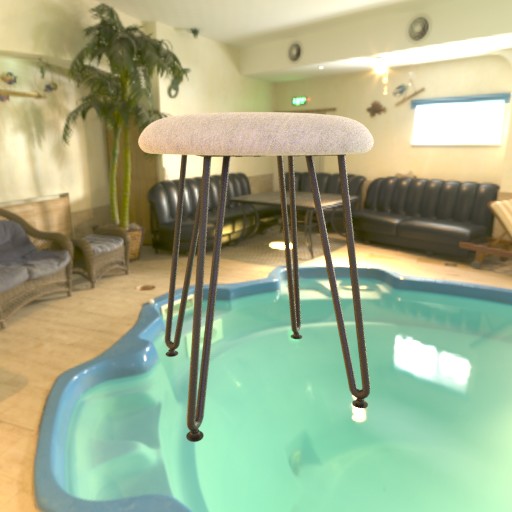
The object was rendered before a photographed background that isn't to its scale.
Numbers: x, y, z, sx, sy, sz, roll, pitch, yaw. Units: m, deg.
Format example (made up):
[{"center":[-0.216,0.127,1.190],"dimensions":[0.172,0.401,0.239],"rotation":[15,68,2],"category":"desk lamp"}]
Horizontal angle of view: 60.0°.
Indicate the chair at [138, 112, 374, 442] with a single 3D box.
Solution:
[{"center":[0.000,0.000,0.640],"dimensions":[0.350,0.386,0.350],"rotation":[7,16,27],"category":"chair"}]
